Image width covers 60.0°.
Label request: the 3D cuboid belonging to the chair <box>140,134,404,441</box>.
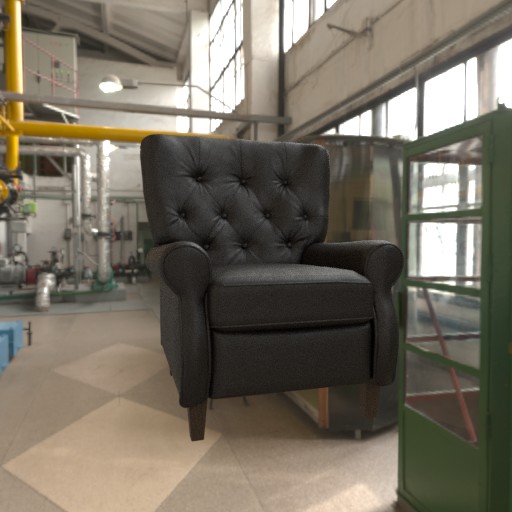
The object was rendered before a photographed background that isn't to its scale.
[{"bbox_3d":[0.000,0.000,1.925,0.948,1.158,1.058,-1,3,-16],"label":"chair"}]
